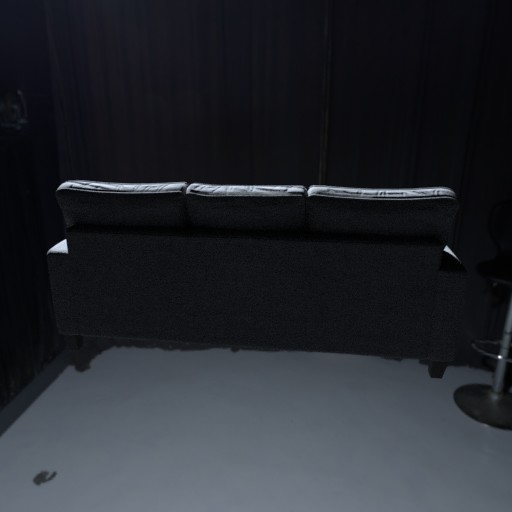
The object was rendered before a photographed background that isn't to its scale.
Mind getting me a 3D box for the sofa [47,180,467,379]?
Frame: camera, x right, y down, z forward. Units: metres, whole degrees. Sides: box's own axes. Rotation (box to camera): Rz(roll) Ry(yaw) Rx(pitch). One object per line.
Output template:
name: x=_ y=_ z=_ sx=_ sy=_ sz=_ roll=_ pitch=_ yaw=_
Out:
sofa: x=0.000 y=0.000 z=2.671 sx=2.158 sy=0.965 sz=0.951 roll=2 pitch=18 yaw=8
